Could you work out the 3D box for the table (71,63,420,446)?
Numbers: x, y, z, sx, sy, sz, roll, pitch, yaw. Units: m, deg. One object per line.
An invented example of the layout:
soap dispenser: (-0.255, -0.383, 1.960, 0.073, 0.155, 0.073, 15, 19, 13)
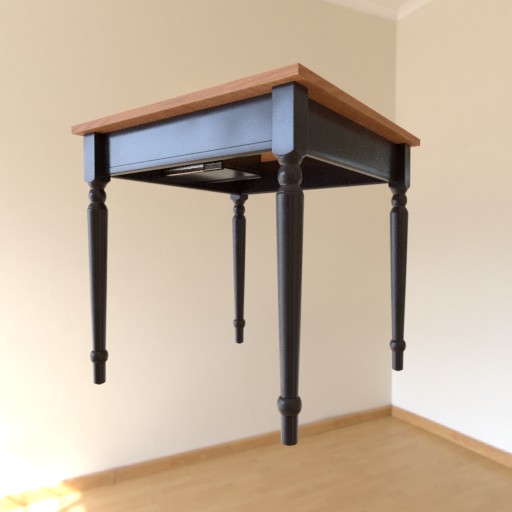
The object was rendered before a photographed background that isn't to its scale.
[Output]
table: (0.000, 0.000, 1.341, 0.747, 0.738, 0.747, 1, 2, 36)
